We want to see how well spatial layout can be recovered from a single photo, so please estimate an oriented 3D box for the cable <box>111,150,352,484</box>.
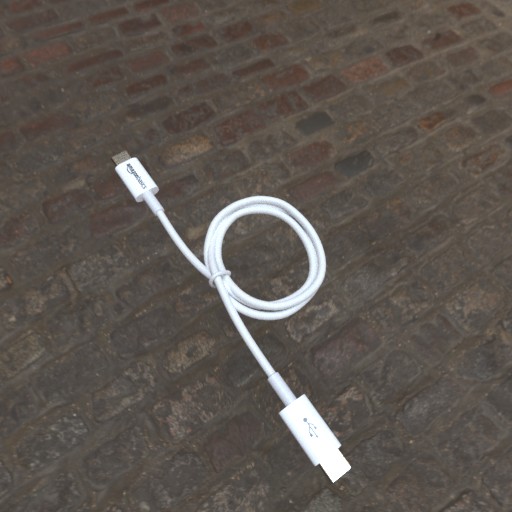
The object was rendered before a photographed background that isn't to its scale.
[{"bbox_3d":[0.000,0.000,0.224,0.070,0.014,0.203,-32,67,-15],"label":"cable"}]
